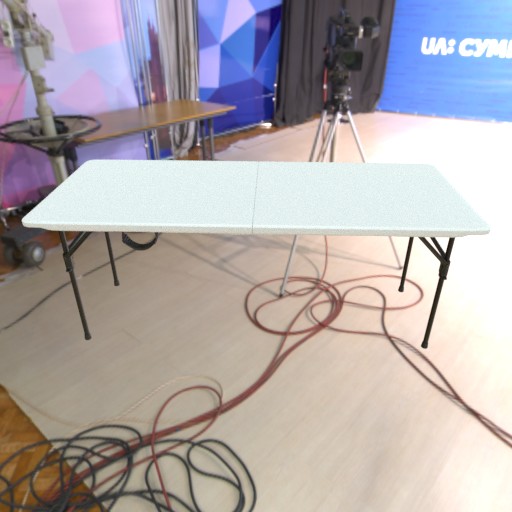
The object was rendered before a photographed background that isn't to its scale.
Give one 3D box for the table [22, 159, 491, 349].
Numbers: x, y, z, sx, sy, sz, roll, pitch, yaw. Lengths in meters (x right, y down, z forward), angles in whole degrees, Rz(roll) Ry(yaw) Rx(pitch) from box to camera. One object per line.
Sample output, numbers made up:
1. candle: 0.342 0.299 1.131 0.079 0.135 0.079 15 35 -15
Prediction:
1. table: 0.000 0.000 2.202 1.829 0.719 0.761 1 31 2
